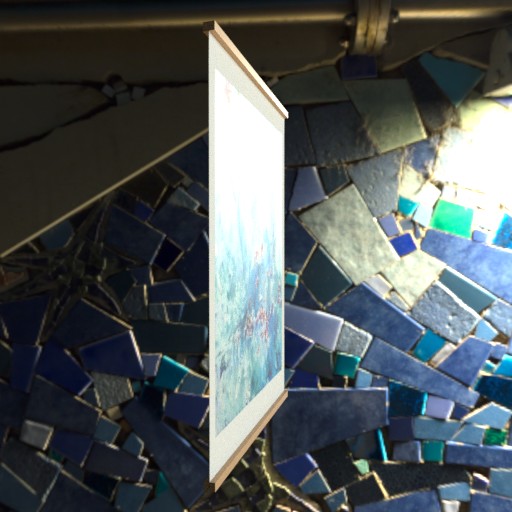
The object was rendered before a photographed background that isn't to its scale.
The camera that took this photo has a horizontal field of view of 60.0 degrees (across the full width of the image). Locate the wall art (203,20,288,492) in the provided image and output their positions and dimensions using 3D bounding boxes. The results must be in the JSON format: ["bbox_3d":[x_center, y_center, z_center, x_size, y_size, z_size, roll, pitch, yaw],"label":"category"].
[{"bbox_3d":[0.000,0.000,1.281,0.027,1.020,0.669,0,1,18],"label":"wall art"}]
